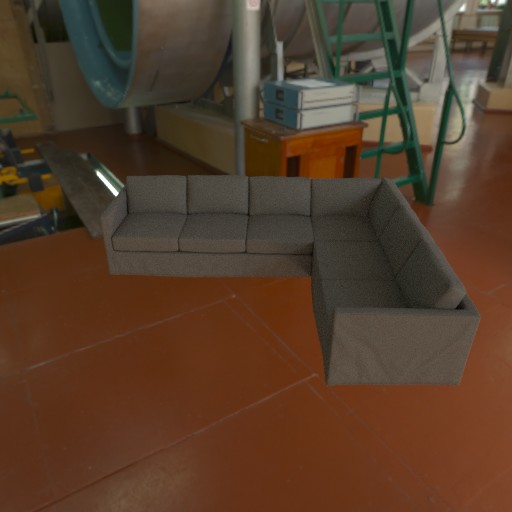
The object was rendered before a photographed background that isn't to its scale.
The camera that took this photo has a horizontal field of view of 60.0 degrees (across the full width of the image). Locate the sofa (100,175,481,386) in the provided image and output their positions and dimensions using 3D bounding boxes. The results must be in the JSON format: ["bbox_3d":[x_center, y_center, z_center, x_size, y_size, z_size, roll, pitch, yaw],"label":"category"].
[{"bbox_3d":[0.000,0.000,4.240,3.182,0.871,2.432,1,30,2],"label":"sofa"}]
